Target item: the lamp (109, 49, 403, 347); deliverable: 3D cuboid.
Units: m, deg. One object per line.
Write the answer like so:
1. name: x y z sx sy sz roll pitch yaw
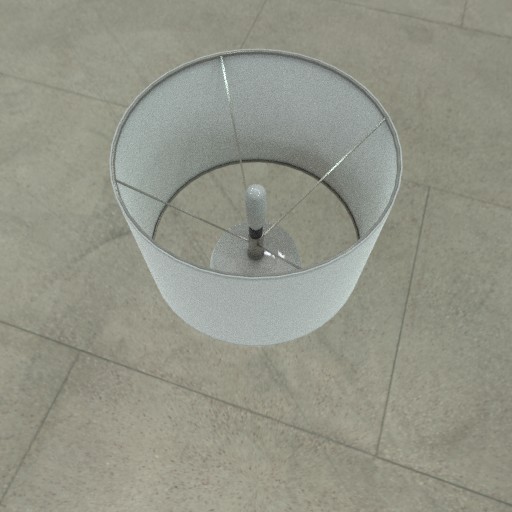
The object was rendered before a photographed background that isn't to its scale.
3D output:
1. lamp: 0.000 0.000 0.690 0.310 0.502 0.310 0 63 0
